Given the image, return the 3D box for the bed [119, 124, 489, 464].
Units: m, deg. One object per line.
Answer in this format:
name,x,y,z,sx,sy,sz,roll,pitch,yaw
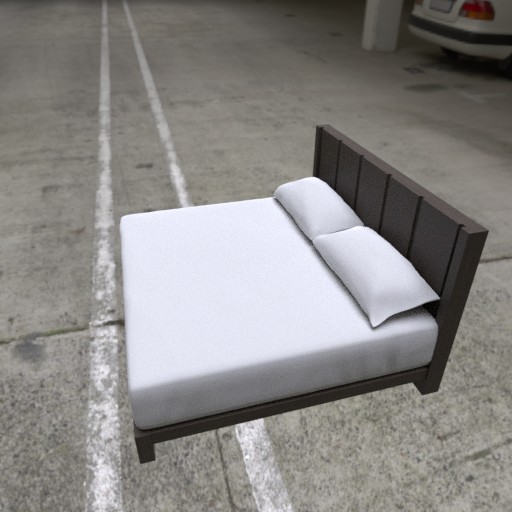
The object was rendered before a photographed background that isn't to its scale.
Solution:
bed,0.000,0.000,3.365,2.012,1.270,2.134,-9,33,-13
